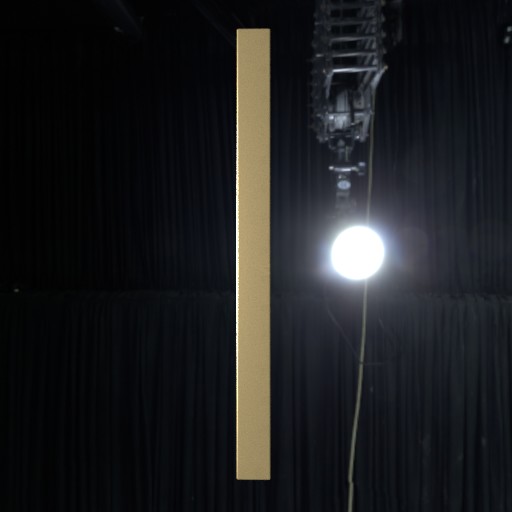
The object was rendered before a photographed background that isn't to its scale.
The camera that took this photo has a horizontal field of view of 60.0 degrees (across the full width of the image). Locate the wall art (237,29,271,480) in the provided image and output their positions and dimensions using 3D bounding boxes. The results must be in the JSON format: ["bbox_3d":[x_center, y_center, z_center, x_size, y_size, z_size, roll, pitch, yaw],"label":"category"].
[{"bbox_3d":[0.000,0.000,0.452,0.023,0.305,0.305,0,-1,1],"label":"wall art"}]
